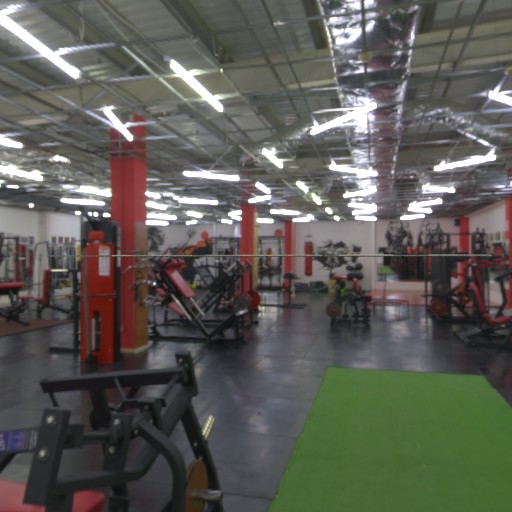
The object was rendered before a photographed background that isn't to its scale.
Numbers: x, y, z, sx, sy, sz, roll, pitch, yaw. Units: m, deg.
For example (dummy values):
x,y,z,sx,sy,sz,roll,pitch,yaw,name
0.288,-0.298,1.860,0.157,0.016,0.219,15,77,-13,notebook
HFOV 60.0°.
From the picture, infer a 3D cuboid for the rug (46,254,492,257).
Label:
x,y,z,sx,sy,sz,roll,pitch,yaw,name
0.000,0.000,2.691,2.437,0.008,0.774,0,0,17,rug
